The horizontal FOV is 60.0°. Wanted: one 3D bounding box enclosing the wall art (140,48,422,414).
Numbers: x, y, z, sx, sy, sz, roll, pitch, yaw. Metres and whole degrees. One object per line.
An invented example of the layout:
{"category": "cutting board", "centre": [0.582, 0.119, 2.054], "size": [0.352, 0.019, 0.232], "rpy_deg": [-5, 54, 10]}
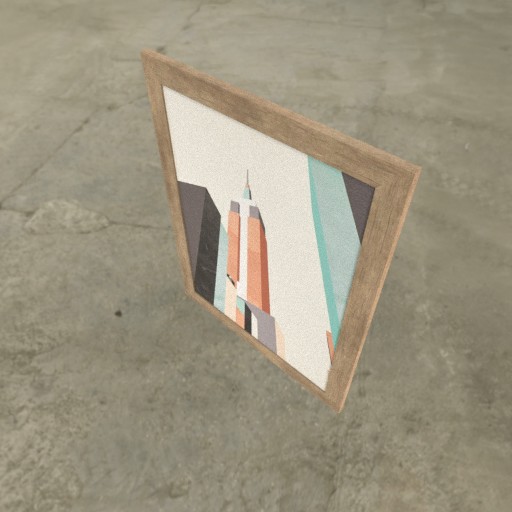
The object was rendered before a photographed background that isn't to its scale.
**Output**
{"category": "wall art", "centre": [0.000, 0.000, 0.912], "size": [0.534, 0.686, 0.018], "rpy_deg": [33, 55, 27]}
